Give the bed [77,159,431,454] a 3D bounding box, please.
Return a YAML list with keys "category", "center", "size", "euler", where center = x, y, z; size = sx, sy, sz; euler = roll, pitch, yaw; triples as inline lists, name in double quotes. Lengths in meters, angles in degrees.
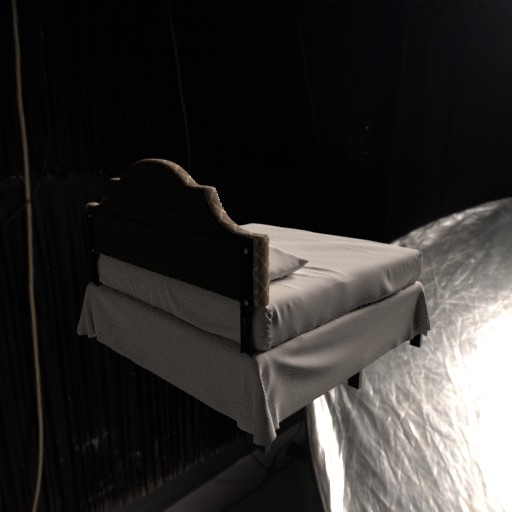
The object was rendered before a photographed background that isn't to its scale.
- category: "bed"
  center: [0.000, 0.000, 3.681]
  size: [2.314, 1.601, 2.222]
  euler: [13, 19, 43]
